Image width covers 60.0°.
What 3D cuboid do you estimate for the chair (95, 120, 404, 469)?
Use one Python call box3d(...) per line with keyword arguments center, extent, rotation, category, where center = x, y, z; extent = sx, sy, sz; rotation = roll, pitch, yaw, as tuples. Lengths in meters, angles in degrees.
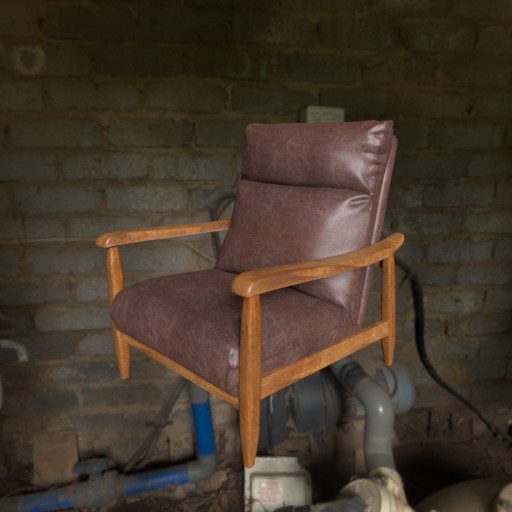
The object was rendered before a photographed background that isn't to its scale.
box3d(center=(0.000, 0.000, 1.525), extent=(0.782, 0.897, 0.830), rotation=(14, 21, 42), category="chair")
